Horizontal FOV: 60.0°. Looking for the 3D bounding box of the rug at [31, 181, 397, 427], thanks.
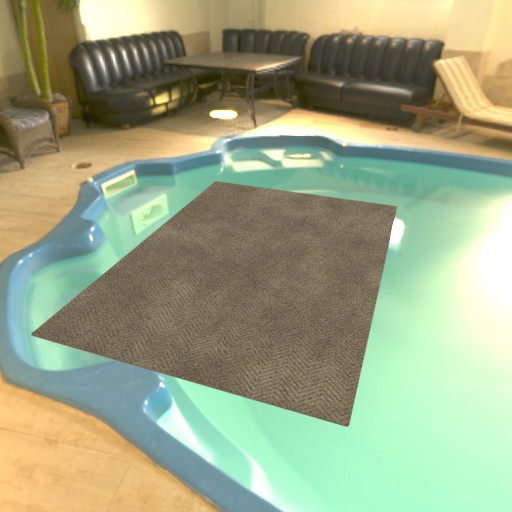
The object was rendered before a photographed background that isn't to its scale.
[{"bbox_3d":[0.000,0.000,2.895,1.600,0.008,2.235,11,32,17],"label":"rug"}]
